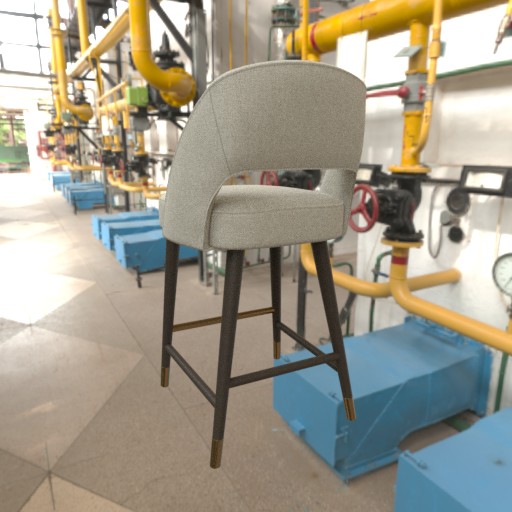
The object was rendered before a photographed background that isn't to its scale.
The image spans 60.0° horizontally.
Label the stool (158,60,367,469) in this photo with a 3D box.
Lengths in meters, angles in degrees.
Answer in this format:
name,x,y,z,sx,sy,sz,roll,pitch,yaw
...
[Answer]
name,x,y,z,sx,sy,sz,roll,pitch,yaw
stool,0.000,0.000,1.242,0.494,0.940,0.509,-7,15,-27
